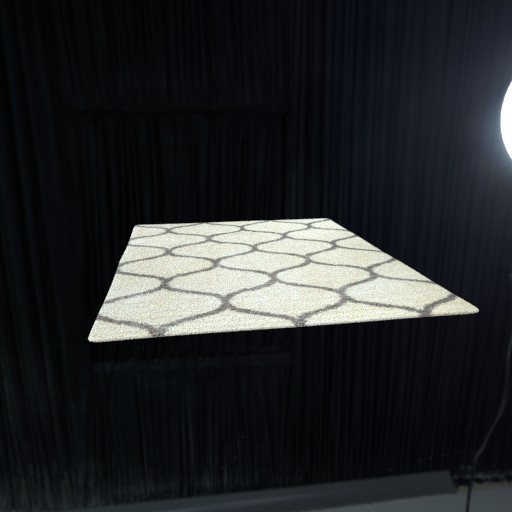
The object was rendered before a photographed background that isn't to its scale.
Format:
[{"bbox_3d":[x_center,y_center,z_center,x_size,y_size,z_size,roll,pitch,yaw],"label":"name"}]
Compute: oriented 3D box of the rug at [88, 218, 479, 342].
[{"bbox_3d":[0.000,0.000,4.044,2.399,0.026,3.000,-3,16,-9],"label":"rug"}]
